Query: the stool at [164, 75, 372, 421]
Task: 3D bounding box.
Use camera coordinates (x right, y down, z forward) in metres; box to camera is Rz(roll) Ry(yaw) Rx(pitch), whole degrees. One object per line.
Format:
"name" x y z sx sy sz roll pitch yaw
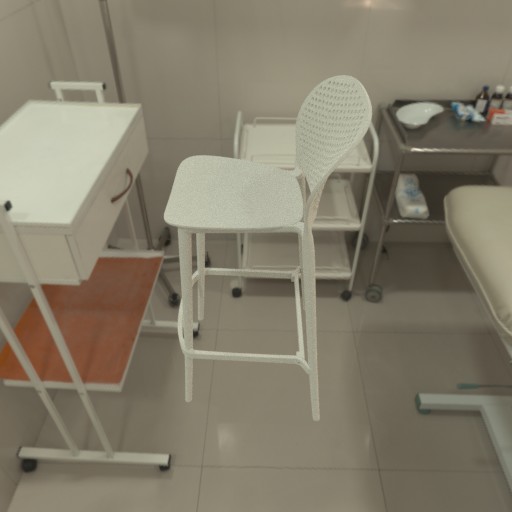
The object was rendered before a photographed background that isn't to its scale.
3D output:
"stool" 0.000 0.000 1.403 0.535 1.045 0.536 1 41 1
